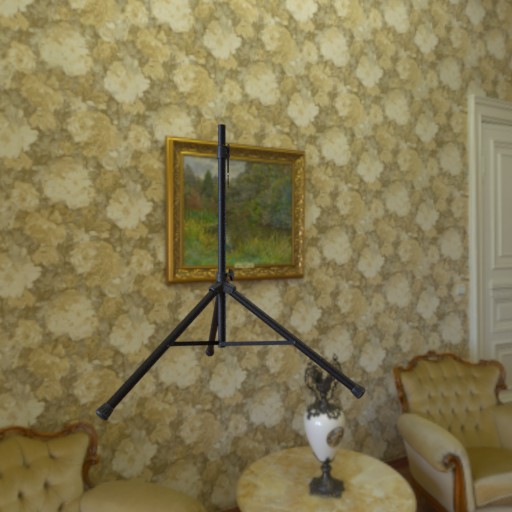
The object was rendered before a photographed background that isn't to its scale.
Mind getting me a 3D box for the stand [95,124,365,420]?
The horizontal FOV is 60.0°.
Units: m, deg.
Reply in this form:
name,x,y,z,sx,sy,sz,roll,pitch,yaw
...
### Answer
name,x,y,z,sx,sy,sz,roll,pitch,yaw
stand,0.000,0.000,1.887,0.907,1.136,1.045,0,0,17
